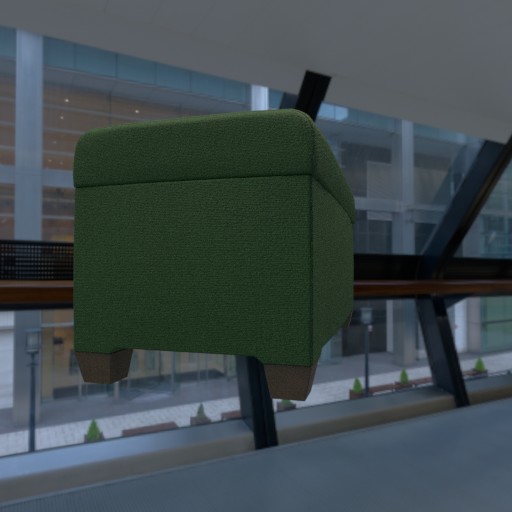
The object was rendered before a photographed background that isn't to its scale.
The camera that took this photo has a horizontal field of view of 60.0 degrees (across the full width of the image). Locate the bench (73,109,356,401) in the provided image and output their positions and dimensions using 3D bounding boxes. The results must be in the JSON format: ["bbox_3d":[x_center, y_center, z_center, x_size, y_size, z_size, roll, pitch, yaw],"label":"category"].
[{"bbox_3d":[0.000,0.000,1.246,0.505,0.501,0.989,0,-1,16],"label":"bench"}]
